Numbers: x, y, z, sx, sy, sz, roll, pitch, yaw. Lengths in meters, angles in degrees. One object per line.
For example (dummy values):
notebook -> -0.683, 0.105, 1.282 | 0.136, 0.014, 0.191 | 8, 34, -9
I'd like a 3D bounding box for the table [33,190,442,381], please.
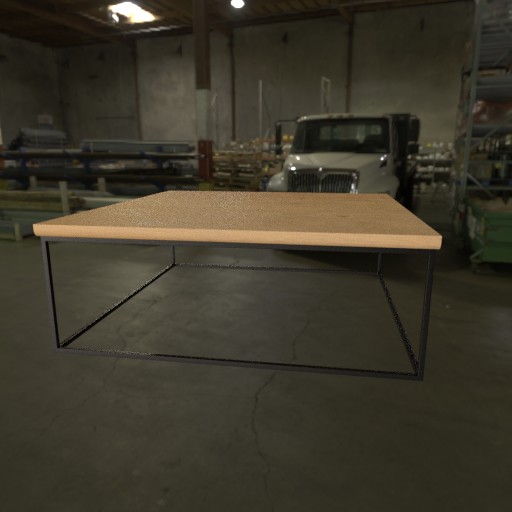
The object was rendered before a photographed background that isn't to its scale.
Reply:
table -> 0.000, 0.000, 1.742 | 1.100, 0.400, 1.100 | 2, 14, 9
